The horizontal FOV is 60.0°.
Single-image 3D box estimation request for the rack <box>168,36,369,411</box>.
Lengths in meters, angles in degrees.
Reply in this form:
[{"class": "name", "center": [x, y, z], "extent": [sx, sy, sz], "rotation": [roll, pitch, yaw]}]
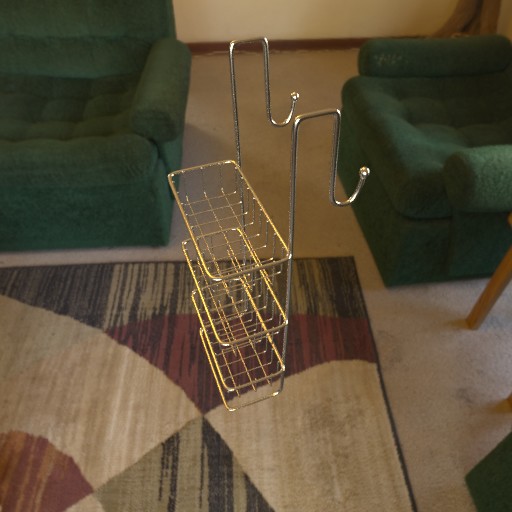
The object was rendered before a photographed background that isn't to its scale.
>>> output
[{"class": "rack", "center": [0.000, 0.000, 0.688], "extent": [0.202, 0.574, 0.228], "rotation": [-16, 49, -14]}]
